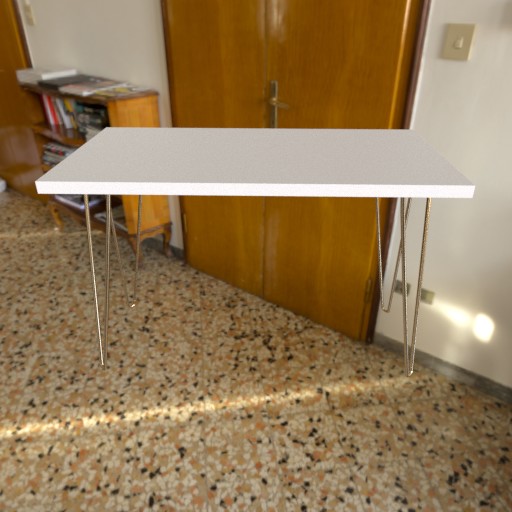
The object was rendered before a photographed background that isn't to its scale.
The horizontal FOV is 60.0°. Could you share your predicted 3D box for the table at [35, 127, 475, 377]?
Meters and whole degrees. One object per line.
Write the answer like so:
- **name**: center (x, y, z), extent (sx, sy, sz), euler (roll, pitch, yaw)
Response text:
- **table**: center (0.000, 0.000, 1.375), extent (0.991, 0.660, 0.498), euler (1, 30, 1)
